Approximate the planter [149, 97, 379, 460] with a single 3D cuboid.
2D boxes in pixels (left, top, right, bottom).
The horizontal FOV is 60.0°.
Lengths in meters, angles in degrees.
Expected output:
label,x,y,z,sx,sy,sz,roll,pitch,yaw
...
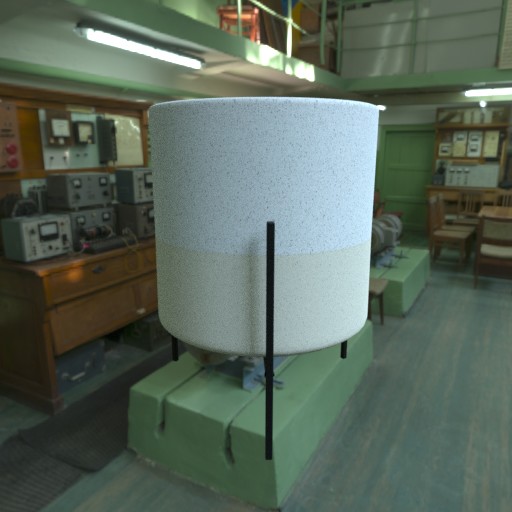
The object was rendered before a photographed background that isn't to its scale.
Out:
label,x,y,z,sx,sy,sz,roll,pitch,yaw
planter,0.000,0.000,0.668,0.335,0.423,0.313,7,15,27
